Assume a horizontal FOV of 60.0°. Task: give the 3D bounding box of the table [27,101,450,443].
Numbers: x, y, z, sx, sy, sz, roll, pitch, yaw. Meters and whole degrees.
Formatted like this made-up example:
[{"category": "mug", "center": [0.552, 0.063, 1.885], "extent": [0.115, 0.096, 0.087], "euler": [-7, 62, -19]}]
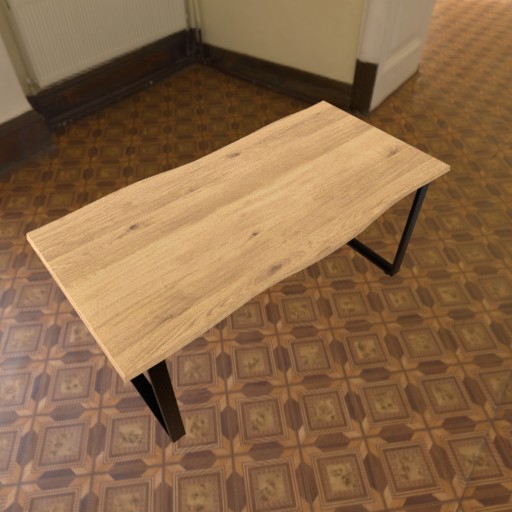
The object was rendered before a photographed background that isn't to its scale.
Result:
[{"category": "table", "center": [0.000, 0.000, 2.301], "extent": [1.800, 0.780, 0.900], "euler": [-31, 54, -26]}]
